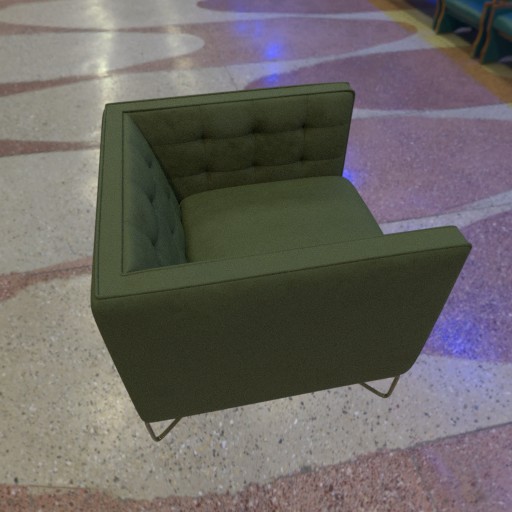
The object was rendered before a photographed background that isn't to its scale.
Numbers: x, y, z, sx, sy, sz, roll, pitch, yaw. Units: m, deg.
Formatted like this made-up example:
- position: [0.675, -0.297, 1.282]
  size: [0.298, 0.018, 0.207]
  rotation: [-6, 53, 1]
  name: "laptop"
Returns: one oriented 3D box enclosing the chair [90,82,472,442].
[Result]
- position: [0.000, 0.000, 1.526]
  size: [0.894, 0.790, 0.880]
  rotation: [-8, 47, -8]
  name: "chair"
